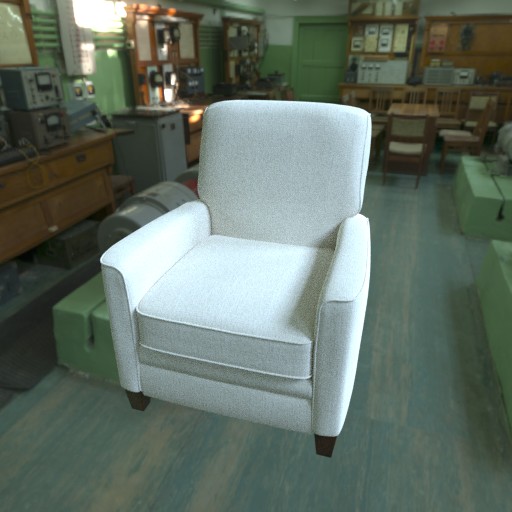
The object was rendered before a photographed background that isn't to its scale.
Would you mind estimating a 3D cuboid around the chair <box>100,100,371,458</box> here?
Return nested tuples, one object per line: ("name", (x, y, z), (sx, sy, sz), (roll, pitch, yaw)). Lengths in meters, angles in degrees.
("chair", (0.000, 0.000, 1.664), (0.841, 1.028, 0.858), (7, 27, 15))
